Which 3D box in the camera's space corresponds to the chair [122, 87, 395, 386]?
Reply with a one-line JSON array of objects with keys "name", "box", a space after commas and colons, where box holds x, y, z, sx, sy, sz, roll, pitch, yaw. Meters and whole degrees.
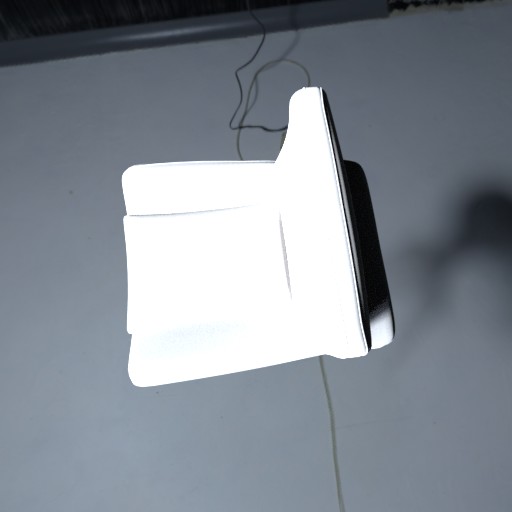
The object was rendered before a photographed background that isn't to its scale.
[{"name": "chair", "box": [0.000, 0.000, 1.681, 1.008, 0.855, 0.859, -6, 74, -2]}]
